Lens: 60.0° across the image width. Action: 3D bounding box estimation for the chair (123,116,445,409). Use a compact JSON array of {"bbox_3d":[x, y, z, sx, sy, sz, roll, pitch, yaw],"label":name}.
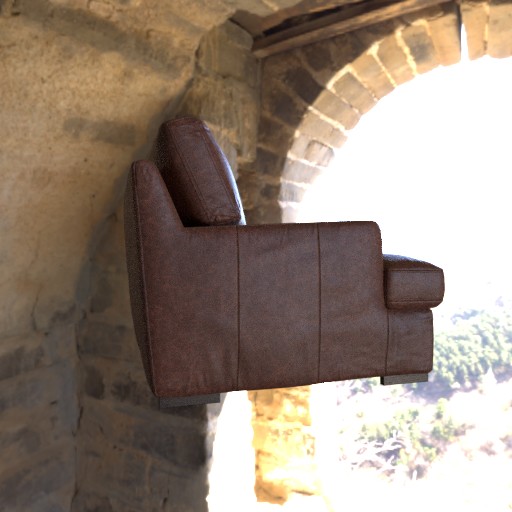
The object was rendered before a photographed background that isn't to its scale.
[{"bbox_3d":[0.000,0.000,2.009,1.143,0.939,1.168,0,0,-18],"label":"chair"}]
